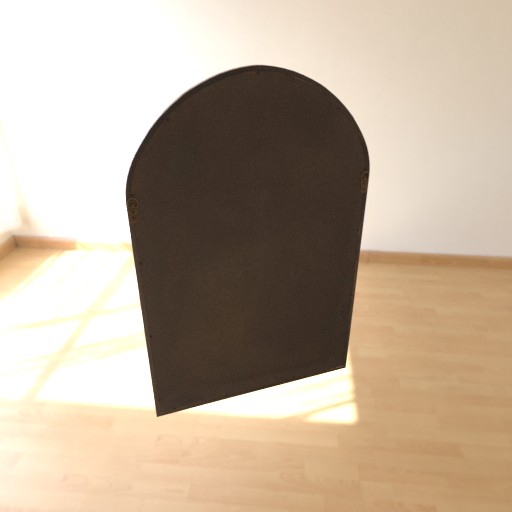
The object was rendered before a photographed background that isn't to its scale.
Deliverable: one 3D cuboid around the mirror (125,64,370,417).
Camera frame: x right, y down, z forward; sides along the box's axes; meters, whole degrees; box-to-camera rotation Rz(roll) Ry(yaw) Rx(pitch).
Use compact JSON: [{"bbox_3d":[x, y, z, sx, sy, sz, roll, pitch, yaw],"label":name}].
[{"bbox_3d":[0.000,0.000,1.151,0.609,0.915,0.032,-9,29,-17],"label":"mirror"}]
